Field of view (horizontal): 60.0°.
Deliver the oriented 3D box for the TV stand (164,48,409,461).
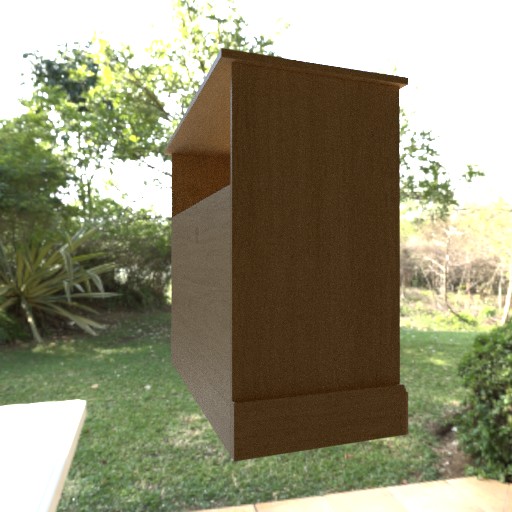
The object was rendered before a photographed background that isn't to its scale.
[{"bbox_3d":[0.000,0.000,1.311,0.430,0.787,0.851,0,0,-19],"label":"TV stand"}]
